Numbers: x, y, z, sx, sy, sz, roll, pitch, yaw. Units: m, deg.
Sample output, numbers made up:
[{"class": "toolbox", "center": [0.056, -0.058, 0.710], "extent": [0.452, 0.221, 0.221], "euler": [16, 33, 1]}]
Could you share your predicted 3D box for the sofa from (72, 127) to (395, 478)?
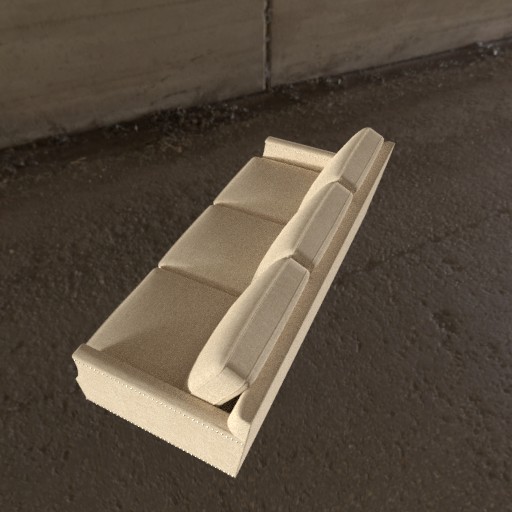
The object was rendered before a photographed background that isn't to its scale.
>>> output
[{"class": "sofa", "center": [0.000, 0.000, 2.744], "extent": [1.041, 0.940, 2.210], "euler": [19, 49, 18]}]
